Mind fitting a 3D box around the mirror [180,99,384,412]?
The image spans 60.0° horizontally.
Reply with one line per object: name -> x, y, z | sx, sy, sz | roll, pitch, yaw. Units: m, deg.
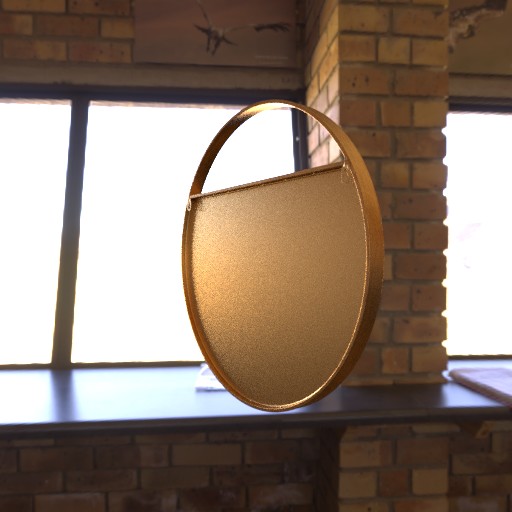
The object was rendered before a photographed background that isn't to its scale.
mirror -> 0.000, 0.000, 0.841 | 0.032, 0.565, 0.565 | 0, 0, -36
